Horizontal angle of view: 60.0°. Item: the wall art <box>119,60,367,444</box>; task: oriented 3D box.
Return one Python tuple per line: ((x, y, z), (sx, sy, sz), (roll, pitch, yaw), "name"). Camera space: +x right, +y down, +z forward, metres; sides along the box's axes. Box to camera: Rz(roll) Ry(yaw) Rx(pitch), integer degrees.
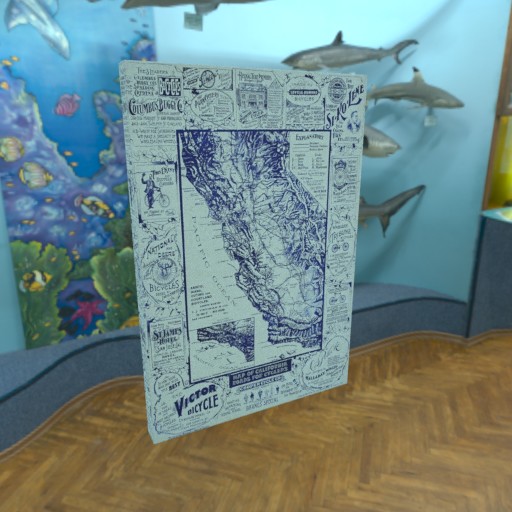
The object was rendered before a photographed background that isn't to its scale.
((0.000, 0.000, 0.482), (0.255, 0.376, 0.025), (-8, 18, -26), "wall art")
